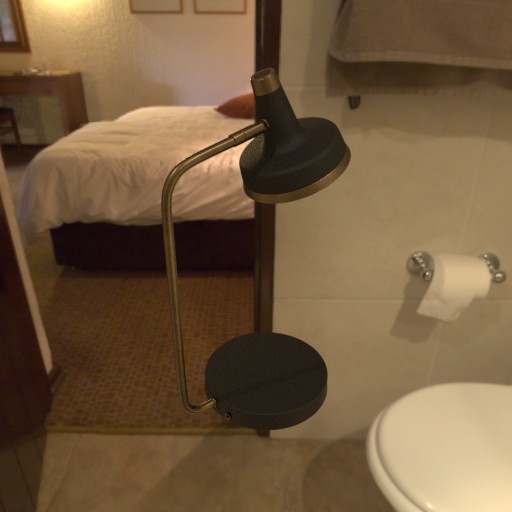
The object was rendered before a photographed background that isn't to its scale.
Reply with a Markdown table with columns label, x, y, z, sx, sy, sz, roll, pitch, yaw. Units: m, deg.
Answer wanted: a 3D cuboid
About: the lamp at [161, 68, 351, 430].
| label | x | y | z | sx | sy | sz | roll | pitch | yaw |
| --- | --- | --- | --- | --- | --- | --- | --- | --- | --- |
| lamp | 0.000 | 0.000 | 0.494 | 0.218 | 0.385 | 0.162 | -18 | 32 | -32 |
